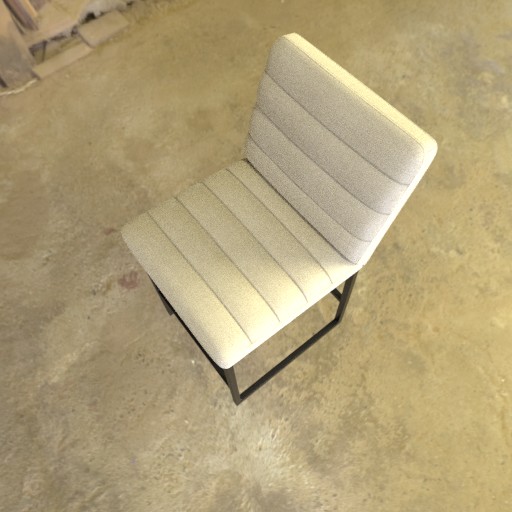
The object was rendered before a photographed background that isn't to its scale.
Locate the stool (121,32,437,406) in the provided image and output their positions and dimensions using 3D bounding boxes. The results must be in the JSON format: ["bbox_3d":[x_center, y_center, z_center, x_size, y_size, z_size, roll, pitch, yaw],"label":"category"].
[{"bbox_3d":[0.000,0.000,1.256,0.560,0.940,0.460,-35,67,-17],"label":"stool"}]
